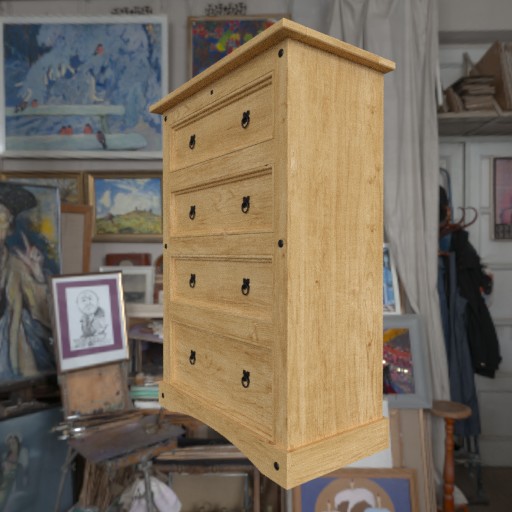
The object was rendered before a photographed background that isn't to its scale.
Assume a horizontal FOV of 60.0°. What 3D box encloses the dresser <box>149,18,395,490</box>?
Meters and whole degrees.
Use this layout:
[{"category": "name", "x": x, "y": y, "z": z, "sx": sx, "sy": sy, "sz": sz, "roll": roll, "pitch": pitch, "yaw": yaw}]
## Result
[{"category": "dresser", "x": 0.000, "y": 0.000, "z": 1.708, "sx": 0.485, "sy": 1.300, "sz": 0.915, "roll": 0, "pitch": 1, "yaw": -36}]
